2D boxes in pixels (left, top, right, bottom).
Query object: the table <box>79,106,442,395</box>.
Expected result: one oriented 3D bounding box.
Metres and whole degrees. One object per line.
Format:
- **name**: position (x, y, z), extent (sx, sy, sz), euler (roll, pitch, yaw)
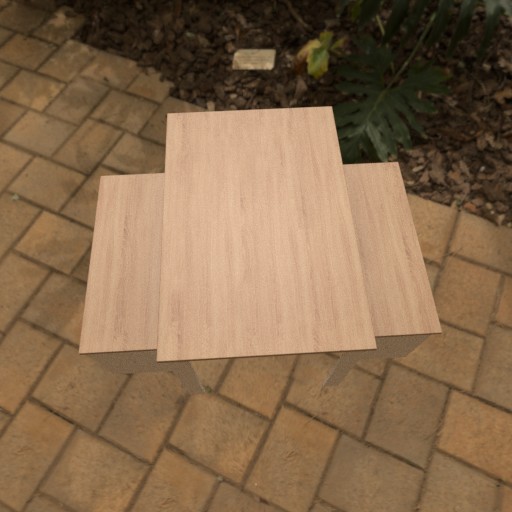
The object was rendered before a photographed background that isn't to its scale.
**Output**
- **table**: position (0.000, 0.000, 2.025), extent (1.443, 0.700, 1.100), euler (-3, 63, -2)
